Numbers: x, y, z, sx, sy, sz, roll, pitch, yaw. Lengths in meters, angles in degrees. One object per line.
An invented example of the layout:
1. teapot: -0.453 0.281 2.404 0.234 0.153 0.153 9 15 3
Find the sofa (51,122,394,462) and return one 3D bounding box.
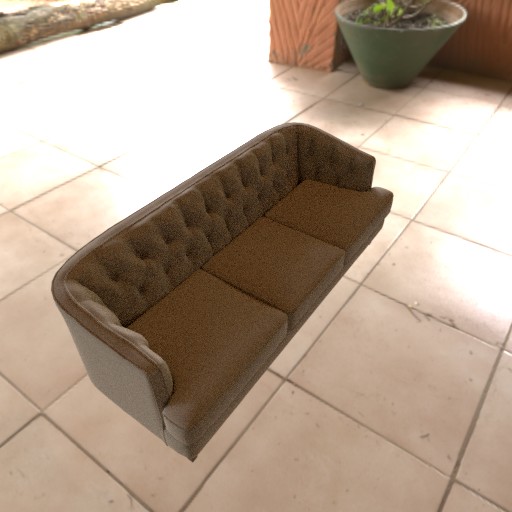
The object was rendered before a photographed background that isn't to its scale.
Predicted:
1. sofa: 0.000 0.000 2.759 0.941 0.855 2.278 25 46 26
